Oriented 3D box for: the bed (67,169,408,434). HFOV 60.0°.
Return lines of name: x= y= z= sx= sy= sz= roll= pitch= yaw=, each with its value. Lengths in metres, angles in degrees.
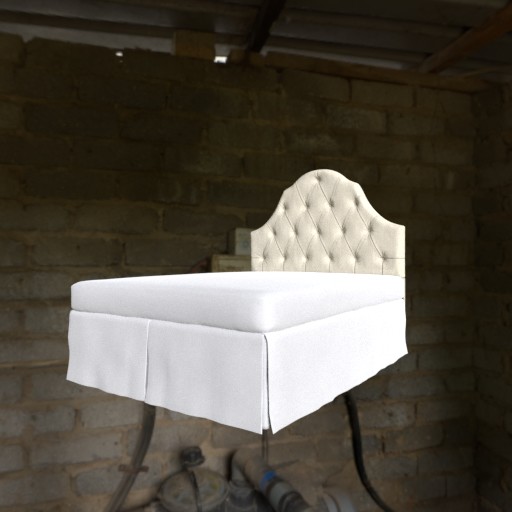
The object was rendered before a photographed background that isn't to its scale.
bed: x=0.000 y=0.000 z=3.227 sx=1.627 sy=1.575 sz=2.092 roll=0 pitch=0 yaw=35
